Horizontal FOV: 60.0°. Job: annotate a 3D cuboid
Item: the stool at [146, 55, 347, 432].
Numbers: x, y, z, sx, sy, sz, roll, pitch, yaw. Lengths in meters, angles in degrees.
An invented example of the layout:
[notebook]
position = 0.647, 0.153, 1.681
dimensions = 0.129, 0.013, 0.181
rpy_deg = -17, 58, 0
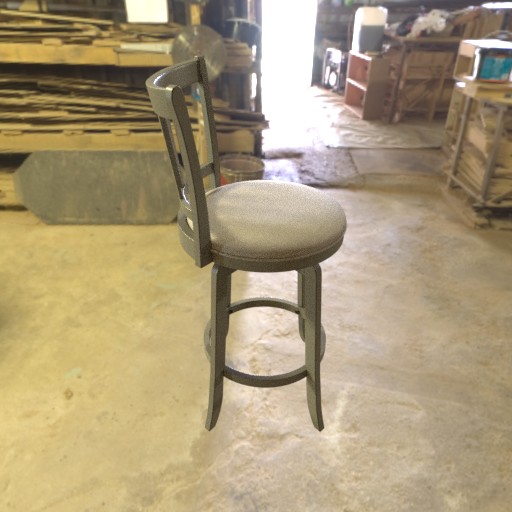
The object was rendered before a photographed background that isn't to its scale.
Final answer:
[stool]
position = 0.000, 0.000, 1.260
dimensions = 0.486, 0.994, 0.450
rpy_deg = 0, 31, 0
